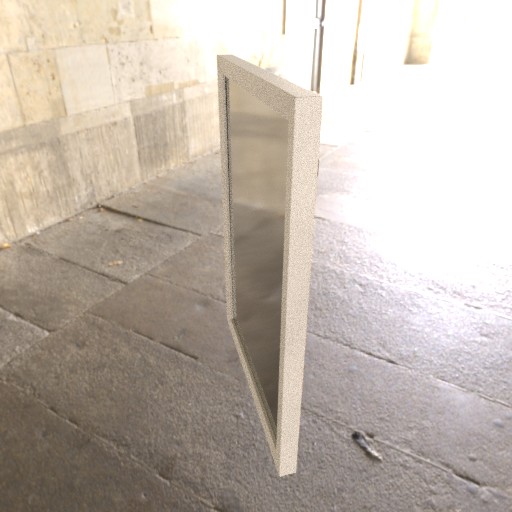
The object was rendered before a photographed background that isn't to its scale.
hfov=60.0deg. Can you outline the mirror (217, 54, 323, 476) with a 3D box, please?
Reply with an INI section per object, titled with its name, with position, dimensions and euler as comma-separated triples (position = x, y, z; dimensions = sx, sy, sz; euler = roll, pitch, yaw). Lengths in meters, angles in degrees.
[mirror]
position = 0.000, 0.000, 0.909
dimensions = 0.040, 0.710, 0.507
euler = -7, 31, -13
